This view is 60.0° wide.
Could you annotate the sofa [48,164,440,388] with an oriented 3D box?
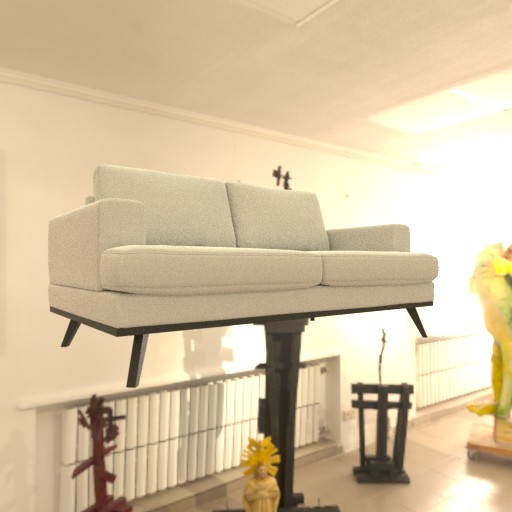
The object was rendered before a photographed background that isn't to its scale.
[{"bbox_3d":[0.000,0.000,2.105,1.650,0.810,0.920,1,-1,-37],"label":"sofa"}]
